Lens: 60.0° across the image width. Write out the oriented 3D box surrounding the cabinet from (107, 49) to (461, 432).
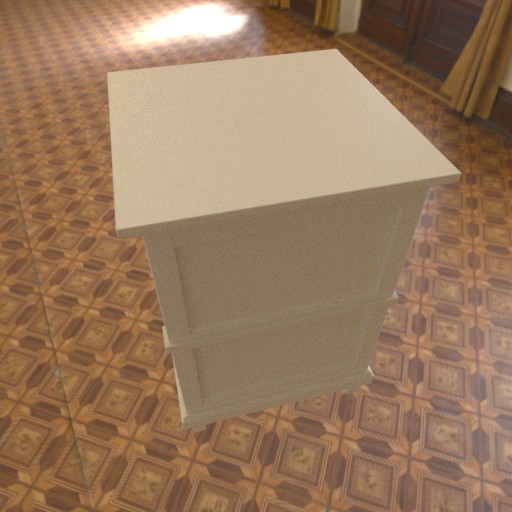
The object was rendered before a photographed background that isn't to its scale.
[{"bbox_3d":[0.000,0.000,1.128,0.547,0.775,0.544,-10,46,-10],"label":"cabinet"}]
